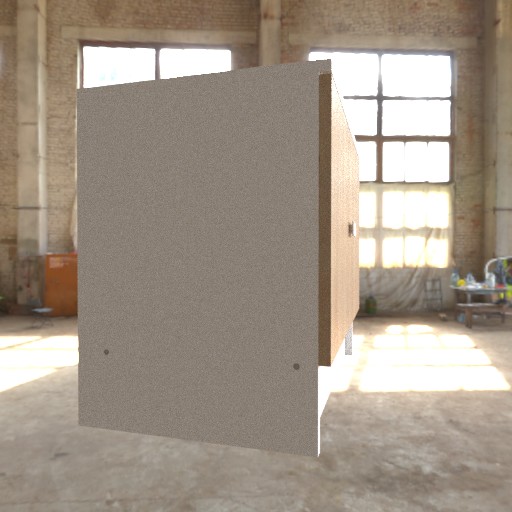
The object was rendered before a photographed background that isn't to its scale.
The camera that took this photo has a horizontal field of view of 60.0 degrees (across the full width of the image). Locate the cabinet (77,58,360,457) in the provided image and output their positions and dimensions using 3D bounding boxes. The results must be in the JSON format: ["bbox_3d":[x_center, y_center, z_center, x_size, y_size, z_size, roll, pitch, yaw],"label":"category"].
[{"bbox_3d":[0.000,0.000,0.917,0.400,0.522,0.600,0,1,17],"label":"cabinet"}]
